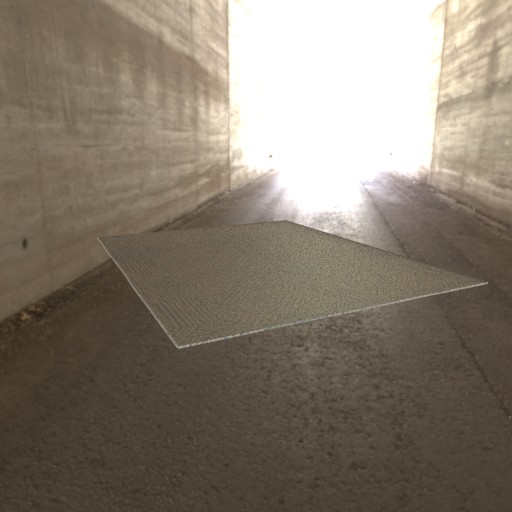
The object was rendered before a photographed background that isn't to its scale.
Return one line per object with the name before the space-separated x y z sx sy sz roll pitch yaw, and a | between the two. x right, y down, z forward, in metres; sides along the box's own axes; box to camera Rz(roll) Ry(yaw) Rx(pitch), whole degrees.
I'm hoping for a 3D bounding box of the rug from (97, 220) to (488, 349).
rug | 0.000 0.000 4.178 2.457 0.015 3.049 -7 16 -26
